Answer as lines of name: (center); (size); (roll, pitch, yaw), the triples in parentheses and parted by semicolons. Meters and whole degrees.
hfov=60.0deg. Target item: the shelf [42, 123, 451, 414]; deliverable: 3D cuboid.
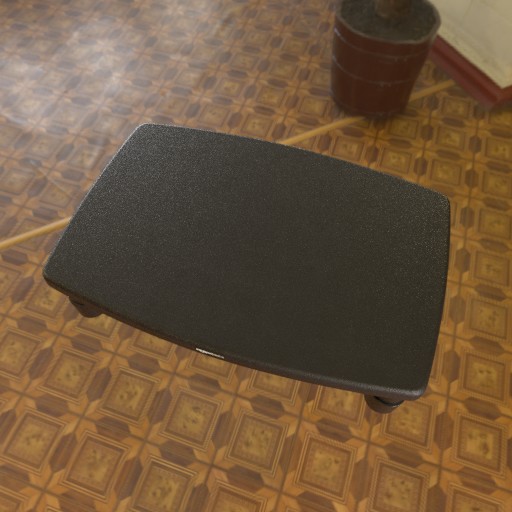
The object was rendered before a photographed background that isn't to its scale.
shelf: (0.000, 0.000, 0.522); (0.410, 0.100, 0.280); (16, 60, 9)
